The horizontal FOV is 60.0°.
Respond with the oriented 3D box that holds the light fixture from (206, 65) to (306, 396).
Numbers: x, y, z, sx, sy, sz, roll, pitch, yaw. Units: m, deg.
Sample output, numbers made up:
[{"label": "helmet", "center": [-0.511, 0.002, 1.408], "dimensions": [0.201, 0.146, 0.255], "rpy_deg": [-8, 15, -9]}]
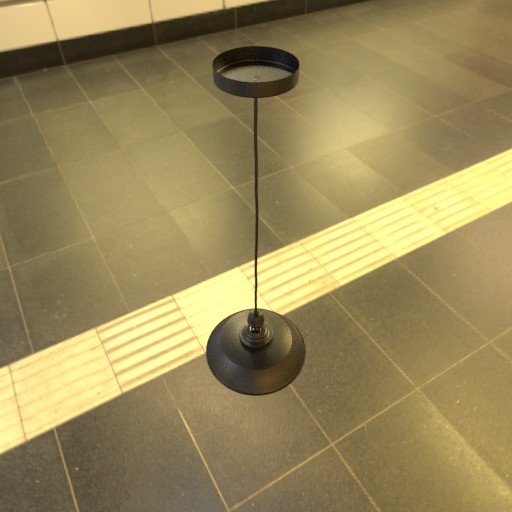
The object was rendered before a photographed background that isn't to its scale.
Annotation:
[{"label": "light fixture", "center": [0.000, 0.000, 1.151], "dimensions": [0.331, 0.993, 0.331], "rpy_deg": [31, 53, 26]}]
